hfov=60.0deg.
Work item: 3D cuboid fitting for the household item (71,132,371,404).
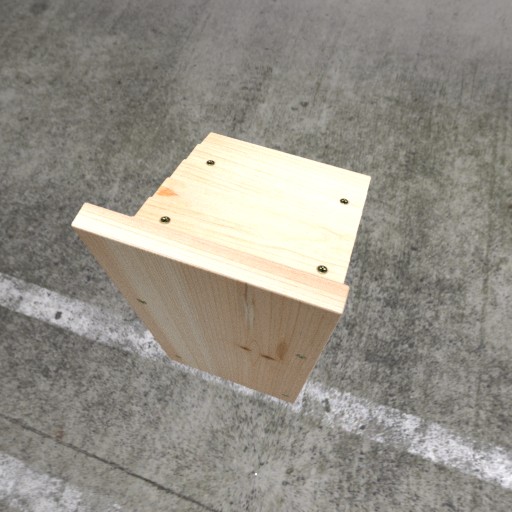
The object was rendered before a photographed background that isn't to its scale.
[{"bbox_3d":[0.000,0.000,0.390,0.149,0.300,0.171,18,65,8],"label":"household item"}]
